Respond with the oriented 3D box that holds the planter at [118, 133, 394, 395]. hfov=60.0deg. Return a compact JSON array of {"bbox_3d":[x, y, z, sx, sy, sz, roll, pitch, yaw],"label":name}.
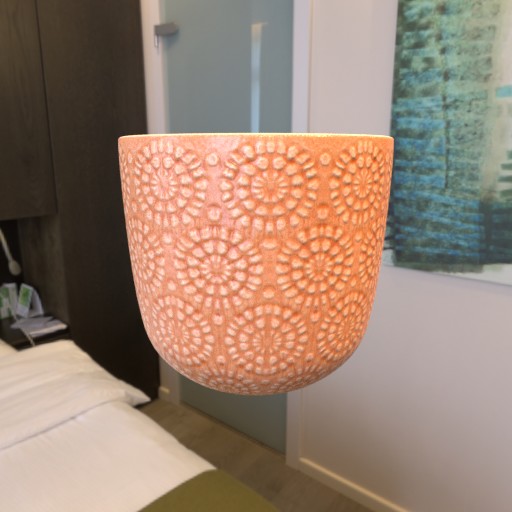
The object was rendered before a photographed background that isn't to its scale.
[{"bbox_3d":[0.000,0.000,0.370,0.208,0.190,0.208,0,13,0],"label":"planter"}]
